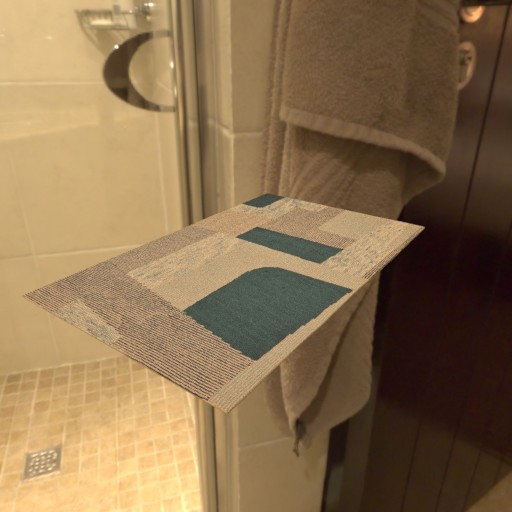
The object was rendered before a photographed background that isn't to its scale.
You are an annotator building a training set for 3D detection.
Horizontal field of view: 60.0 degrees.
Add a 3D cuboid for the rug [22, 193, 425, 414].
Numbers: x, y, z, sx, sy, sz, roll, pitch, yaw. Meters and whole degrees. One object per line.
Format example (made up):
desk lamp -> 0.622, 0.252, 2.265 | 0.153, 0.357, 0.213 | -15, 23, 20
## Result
rug -> 0.000, 0.000, 3.000 | 1.521, 0.015, 2.436 | 17, 30, 32
